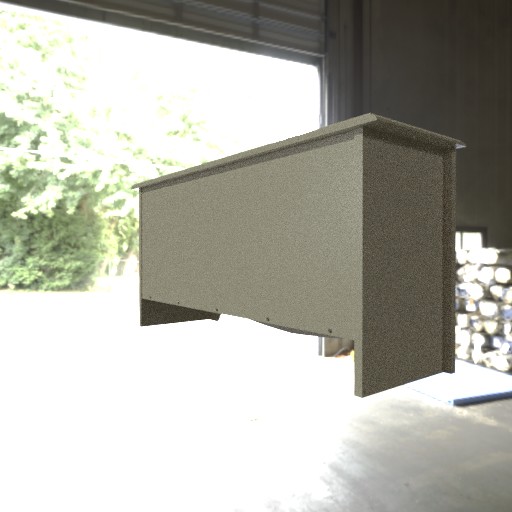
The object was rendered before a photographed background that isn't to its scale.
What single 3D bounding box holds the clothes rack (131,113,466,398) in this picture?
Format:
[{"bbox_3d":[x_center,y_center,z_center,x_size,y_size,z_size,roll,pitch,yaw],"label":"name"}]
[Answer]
[{"bbox_3d":[0.000,0.000,1.339,0.324,0.531,1.120,0,1,-38],"label":"clothes rack"}]
